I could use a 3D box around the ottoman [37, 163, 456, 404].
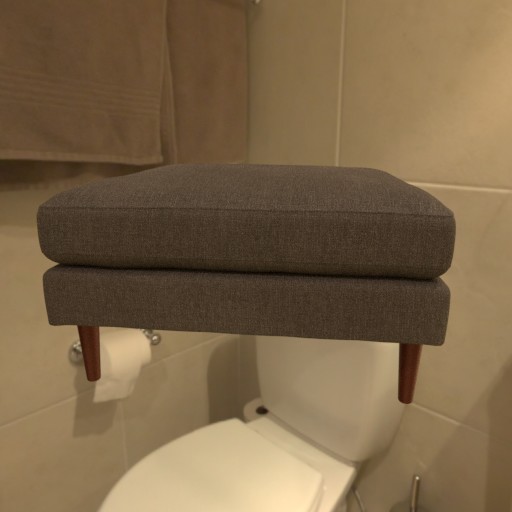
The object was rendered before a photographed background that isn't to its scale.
[{"bbox_3d":[0.000,0.000,1.196,0.821,0.474,0.693,2,15,7],"label":"ottoman"}]
